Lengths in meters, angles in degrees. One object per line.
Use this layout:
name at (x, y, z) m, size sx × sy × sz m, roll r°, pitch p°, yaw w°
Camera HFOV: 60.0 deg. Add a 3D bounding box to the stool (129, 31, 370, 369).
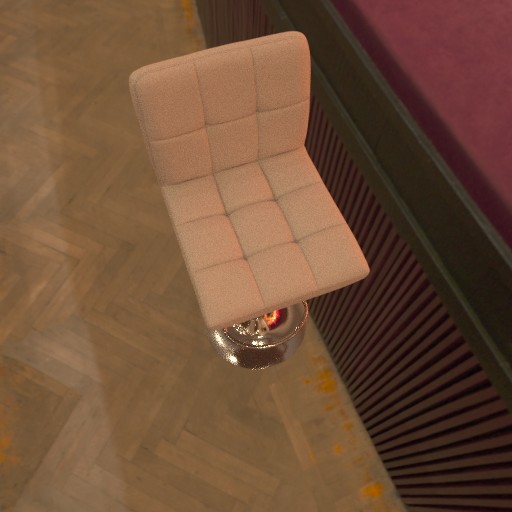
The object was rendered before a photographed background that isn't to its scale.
stool at (0.000, 0.000, 1.354) m, size 0.430 × 1.115 × 0.505 m, roll -18°, pitch 63°, yaw -9°
